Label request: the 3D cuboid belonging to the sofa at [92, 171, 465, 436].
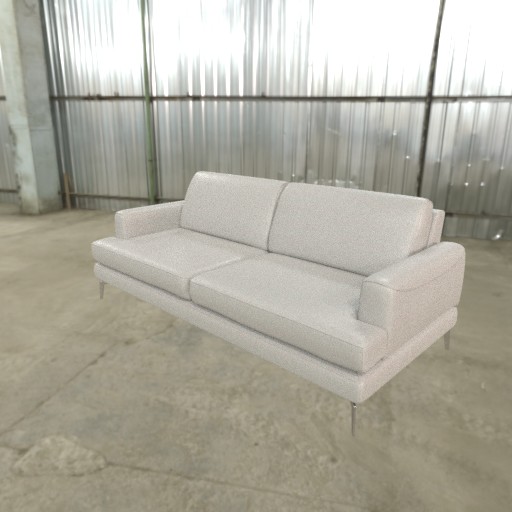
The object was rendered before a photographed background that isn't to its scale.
[{"bbox_3d":[0.000,0.000,2.438,1.940,0.765,0.974,16,23,41],"label":"sofa"}]
